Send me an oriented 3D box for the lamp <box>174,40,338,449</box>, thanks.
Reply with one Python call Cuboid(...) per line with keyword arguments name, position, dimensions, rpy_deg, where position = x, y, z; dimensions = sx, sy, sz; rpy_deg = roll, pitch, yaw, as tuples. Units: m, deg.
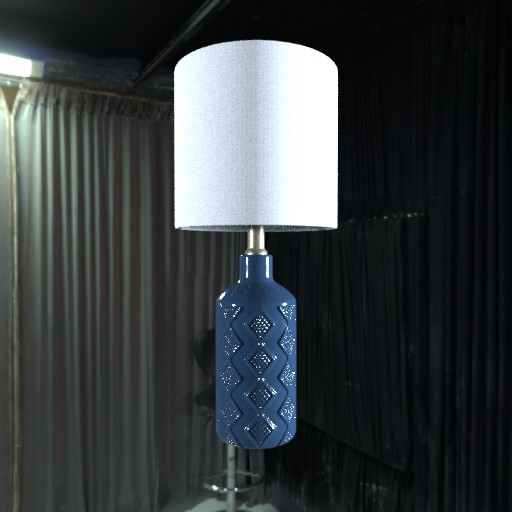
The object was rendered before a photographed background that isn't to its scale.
Cuboid(name="lamp", position=(0.000, 0.000, 0.576), dimensions=(0.207, 0.461, 0.207), rpy_deg=(-1, 1, -37))
